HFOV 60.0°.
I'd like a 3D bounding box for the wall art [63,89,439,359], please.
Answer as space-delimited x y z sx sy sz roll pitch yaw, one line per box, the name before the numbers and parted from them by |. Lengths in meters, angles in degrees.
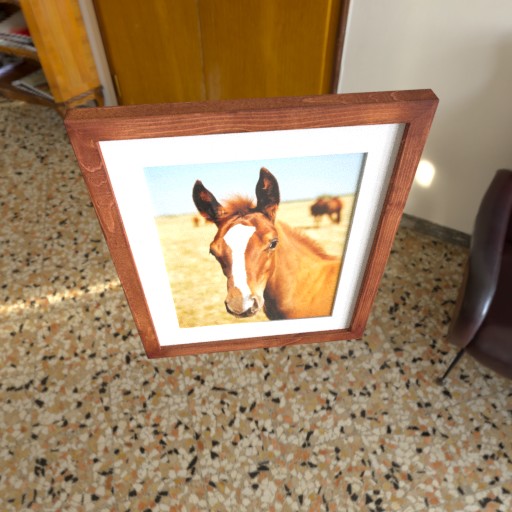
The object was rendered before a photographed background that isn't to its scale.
wall art | 0.000 0.000 0.755 0.462 0.558 0.030 -5 48 -4
